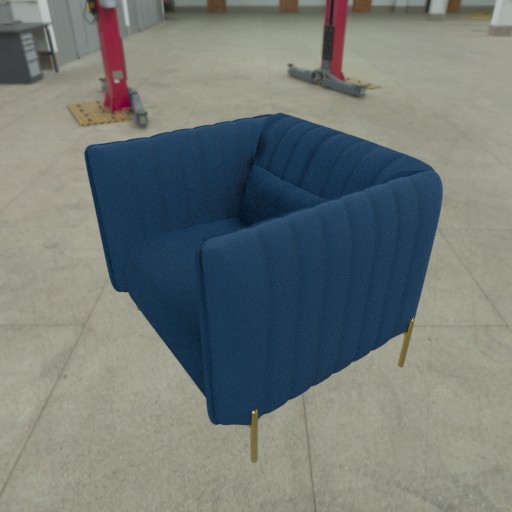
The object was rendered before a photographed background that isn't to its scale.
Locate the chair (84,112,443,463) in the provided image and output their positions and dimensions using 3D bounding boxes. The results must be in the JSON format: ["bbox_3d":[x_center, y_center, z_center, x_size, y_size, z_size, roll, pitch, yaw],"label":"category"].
[{"bbox_3d":[0.000,0.000,1.630,0.877,0.793,0.947,-20,37,-29],"label":"chair"}]
